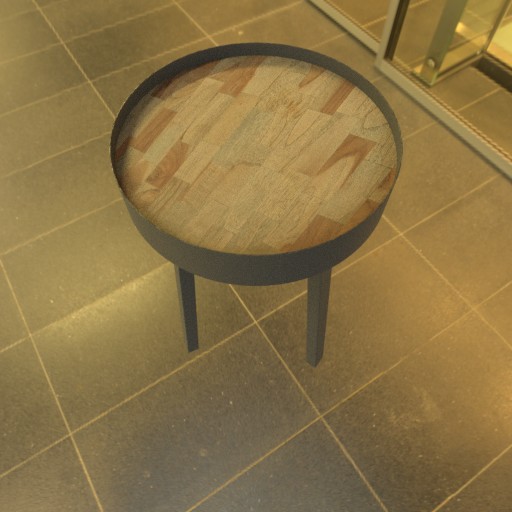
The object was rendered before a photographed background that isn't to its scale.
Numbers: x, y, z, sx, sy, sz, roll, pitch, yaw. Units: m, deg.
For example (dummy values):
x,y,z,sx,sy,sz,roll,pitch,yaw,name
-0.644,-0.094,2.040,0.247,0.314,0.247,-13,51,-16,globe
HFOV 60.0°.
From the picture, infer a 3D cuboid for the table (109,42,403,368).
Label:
x,y,z,sx,sy,sz,roll,pitch,yaw,name
0.000,0.000,0.917,0.406,0.686,0.406,33,65,18,table
